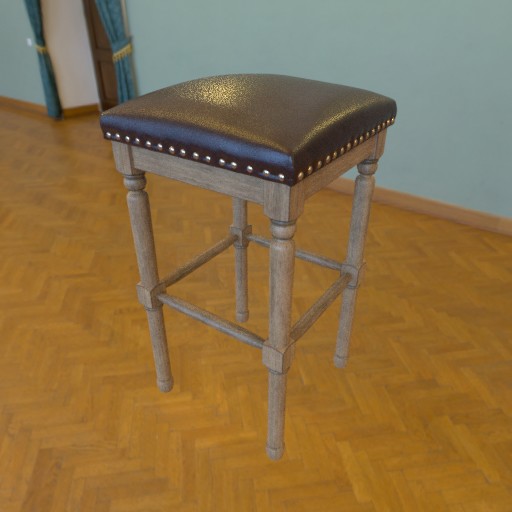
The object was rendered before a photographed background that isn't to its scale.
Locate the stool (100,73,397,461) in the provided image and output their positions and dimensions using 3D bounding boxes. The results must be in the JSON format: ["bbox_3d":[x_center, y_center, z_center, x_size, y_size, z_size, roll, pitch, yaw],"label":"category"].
[{"bbox_3d":[0.000,0.000,0.932,0.382,0.702,0.383,20,37,29],"label":"stool"}]
